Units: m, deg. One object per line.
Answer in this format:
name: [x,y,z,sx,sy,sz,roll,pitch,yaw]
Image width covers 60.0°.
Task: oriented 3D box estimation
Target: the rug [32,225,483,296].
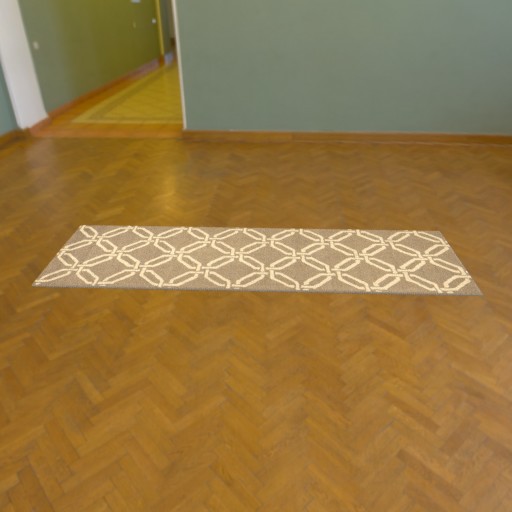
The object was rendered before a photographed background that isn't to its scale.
rug: [0.000,0.000,2.519,2.276,0.014,0.678,1,31,2]
